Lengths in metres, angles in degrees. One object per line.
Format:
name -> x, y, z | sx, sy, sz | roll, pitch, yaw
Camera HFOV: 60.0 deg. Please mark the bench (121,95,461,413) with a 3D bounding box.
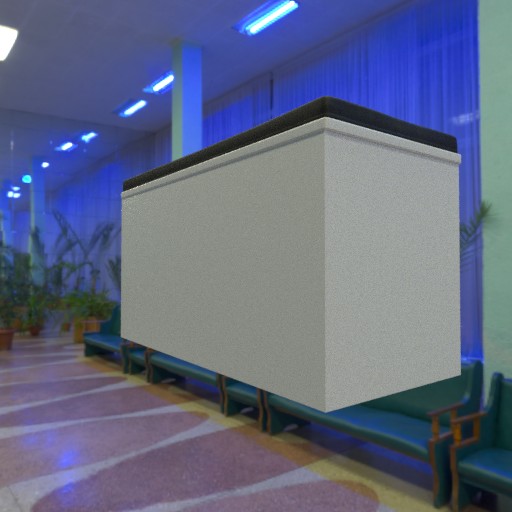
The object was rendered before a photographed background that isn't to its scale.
bench -> 0.000, 0.000, 1.159 | 0.401, 0.500, 0.899 | 1, -1, -37
